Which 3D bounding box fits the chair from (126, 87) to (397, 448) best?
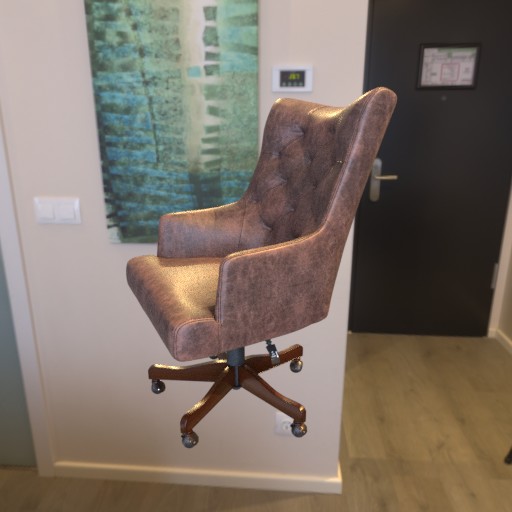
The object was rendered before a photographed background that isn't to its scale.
[{"bbox_3d":[0.000,0.000,1.477,0.762,1.035,0.641,-8,18,-25],"label":"chair"}]
